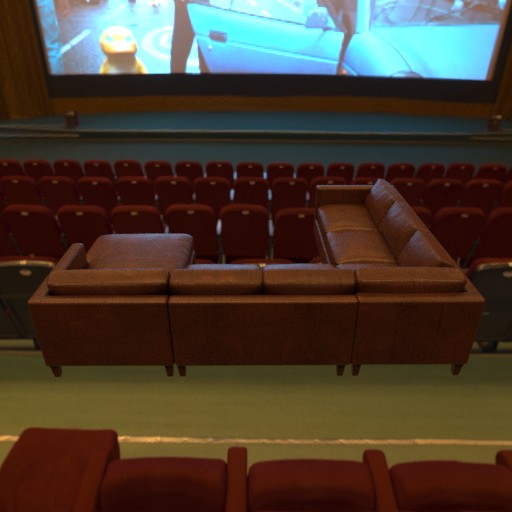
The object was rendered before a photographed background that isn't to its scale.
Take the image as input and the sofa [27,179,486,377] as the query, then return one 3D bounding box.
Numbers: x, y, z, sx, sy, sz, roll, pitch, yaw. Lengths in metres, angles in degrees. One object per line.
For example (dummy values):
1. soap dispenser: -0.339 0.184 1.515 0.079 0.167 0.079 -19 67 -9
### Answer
1. sofa: 0.000 0.000 4.398 3.324 0.891 2.452 0 29 0
